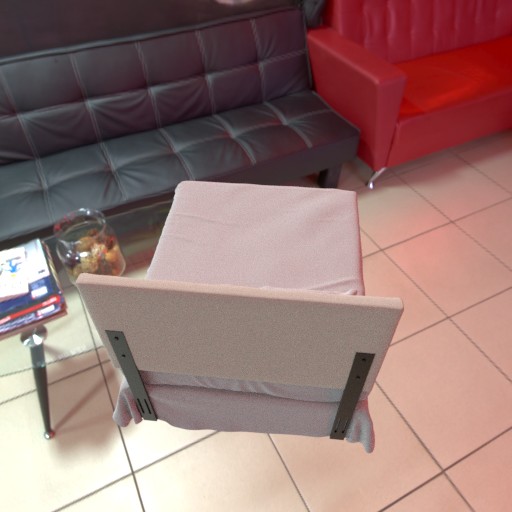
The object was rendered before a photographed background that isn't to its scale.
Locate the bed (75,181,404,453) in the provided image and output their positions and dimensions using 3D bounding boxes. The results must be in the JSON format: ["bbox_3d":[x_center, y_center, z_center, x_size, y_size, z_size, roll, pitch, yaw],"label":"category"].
[{"bbox_3d":[0.000,0.000,3.416,1.936,1.577,2.222,4,47,4],"label":"bed"}]
